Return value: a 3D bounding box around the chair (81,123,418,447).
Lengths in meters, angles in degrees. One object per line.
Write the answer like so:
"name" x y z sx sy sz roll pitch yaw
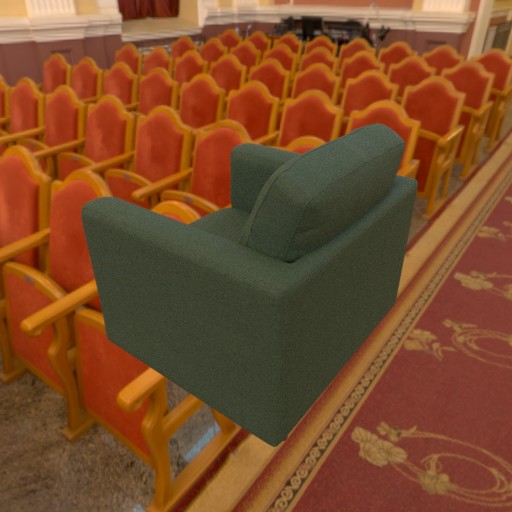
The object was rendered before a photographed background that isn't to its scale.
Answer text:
"chair" 0.000 0.000 1.572 0.800 0.927 0.855 21 37 31
